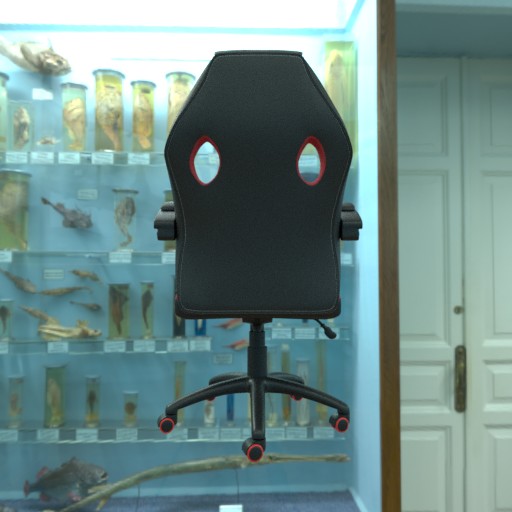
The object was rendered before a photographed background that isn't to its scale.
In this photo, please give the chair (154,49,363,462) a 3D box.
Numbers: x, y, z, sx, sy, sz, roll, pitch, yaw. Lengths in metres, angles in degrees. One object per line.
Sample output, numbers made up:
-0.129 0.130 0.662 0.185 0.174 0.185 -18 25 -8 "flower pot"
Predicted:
0.000 0.000 1.600 0.673 1.187 0.724 0 -2 0 "chair"
